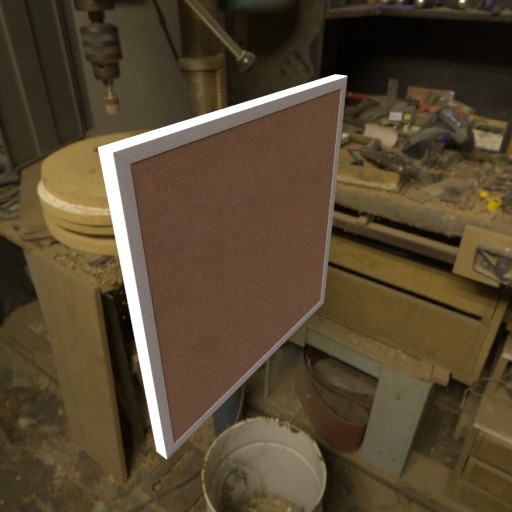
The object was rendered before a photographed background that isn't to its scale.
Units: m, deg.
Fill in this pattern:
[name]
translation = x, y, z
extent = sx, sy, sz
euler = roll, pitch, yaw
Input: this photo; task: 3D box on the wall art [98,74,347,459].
[wall art]
translation = 0.000, 0.000, 1.130
extent = 0.036, 0.760, 0.760
euler = 22, 38, 31
